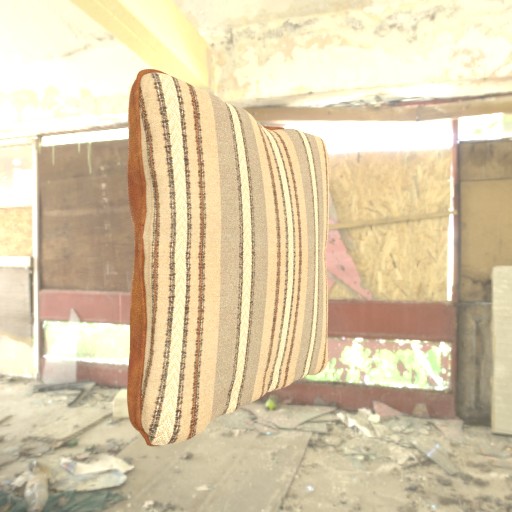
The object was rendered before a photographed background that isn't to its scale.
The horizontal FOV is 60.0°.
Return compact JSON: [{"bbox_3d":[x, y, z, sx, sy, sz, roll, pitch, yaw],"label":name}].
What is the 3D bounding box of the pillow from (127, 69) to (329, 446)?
[{"bbox_3d":[0.000,0.000,0.741,0.130,0.490,0.489,1,2,36],"label":"pillow"}]
